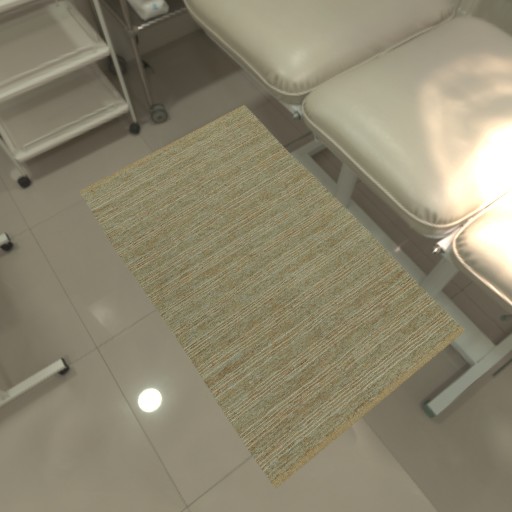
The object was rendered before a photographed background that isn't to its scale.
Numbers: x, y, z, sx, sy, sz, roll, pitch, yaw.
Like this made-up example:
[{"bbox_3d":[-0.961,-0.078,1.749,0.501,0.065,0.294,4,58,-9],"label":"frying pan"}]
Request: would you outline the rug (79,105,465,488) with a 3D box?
[{"bbox_3d":[0.000,0.000,3.085,1.540,0.012,2.448,-33,67,-16],"label":"rug"}]
